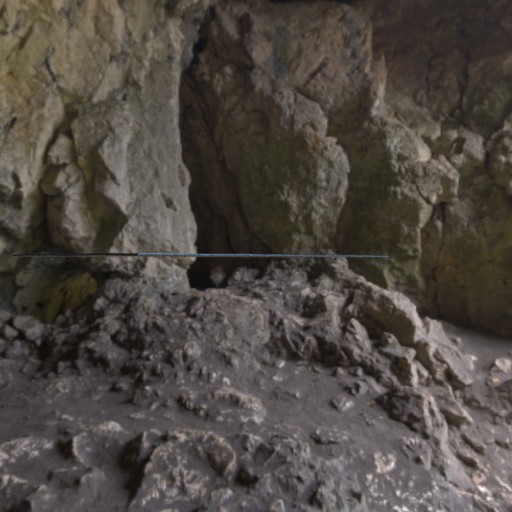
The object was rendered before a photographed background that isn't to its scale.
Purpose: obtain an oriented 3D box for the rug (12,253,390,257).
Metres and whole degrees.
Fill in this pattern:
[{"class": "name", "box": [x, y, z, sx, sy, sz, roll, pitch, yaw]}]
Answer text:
[{"class": "rug", "box": [0.000, 0.000, 2.639, 0.801, 0.010, 2.459, 0, 0, 35]}]
